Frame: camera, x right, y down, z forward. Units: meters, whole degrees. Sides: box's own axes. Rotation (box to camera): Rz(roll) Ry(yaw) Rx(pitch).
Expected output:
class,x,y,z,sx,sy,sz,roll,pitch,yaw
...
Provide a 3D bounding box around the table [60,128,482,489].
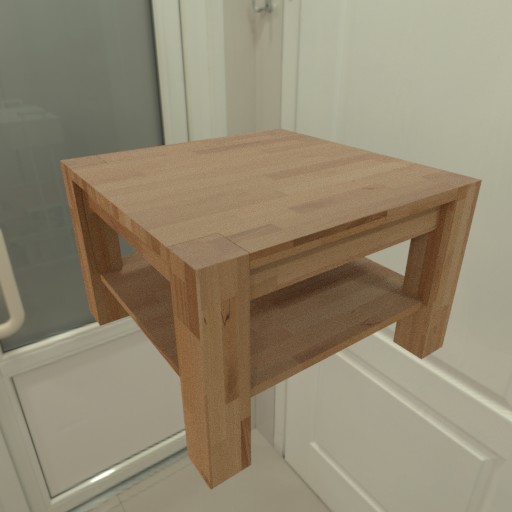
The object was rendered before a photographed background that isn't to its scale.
class,x,y,z,sx,sy,sz,roll,pitch,yaw
table,0.000,0.000,1.131,0.700,0.451,0.700,-18,32,-31
